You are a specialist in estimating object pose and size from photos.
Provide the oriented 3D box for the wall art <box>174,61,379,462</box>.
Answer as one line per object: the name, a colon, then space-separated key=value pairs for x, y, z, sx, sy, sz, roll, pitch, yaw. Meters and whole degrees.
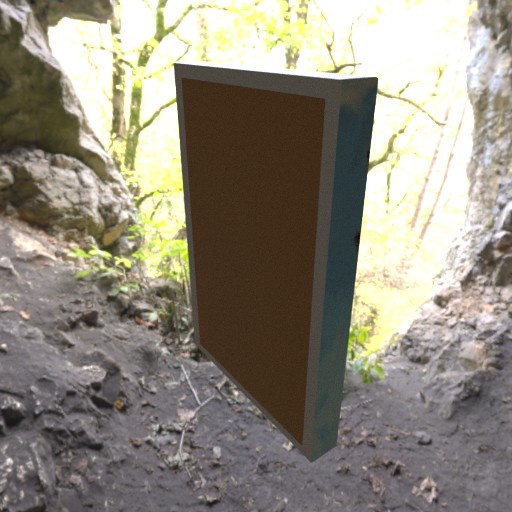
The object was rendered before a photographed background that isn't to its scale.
wall art: x=0.000 y=0.000 z=0.485 sx=0.039 sy=0.380 sz=0.251 roll=-18 pitch=32 yaw=-32
